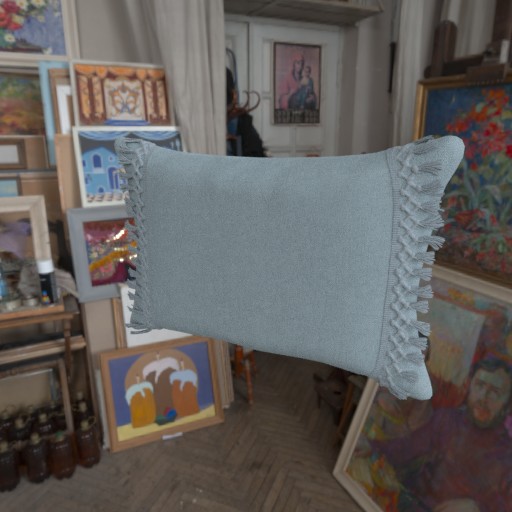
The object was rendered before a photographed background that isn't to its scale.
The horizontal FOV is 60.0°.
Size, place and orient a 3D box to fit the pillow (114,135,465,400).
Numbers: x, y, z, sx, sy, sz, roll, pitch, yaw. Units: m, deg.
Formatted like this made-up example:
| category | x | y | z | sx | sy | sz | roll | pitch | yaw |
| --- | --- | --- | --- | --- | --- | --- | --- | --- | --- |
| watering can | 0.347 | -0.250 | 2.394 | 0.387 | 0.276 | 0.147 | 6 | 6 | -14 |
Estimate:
| category | x | y | z | sx | sy | sz | roll | pitch | yaw |
| --- | --- | --- | --- | --- | --- | --- | --- | --- | --- |
| pillow | 0.000 | 0.000 | 0.580 | 0.466 | 0.305 | 0.084 | 8 | 17 | 27 |
